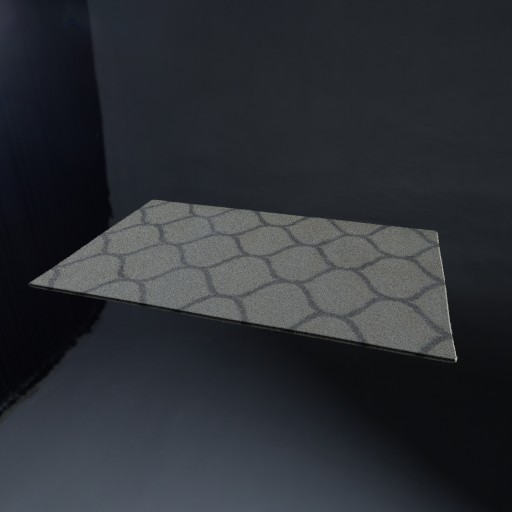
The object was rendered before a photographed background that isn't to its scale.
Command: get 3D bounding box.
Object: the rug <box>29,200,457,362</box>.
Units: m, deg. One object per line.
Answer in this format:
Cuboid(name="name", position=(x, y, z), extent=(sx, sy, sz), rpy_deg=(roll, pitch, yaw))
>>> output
Cuboid(name="rug", position=(0.000, 0.000, 2.942), extent=(2.348, 0.024, 1.501), rpy_deg=(8, 28, 15))
